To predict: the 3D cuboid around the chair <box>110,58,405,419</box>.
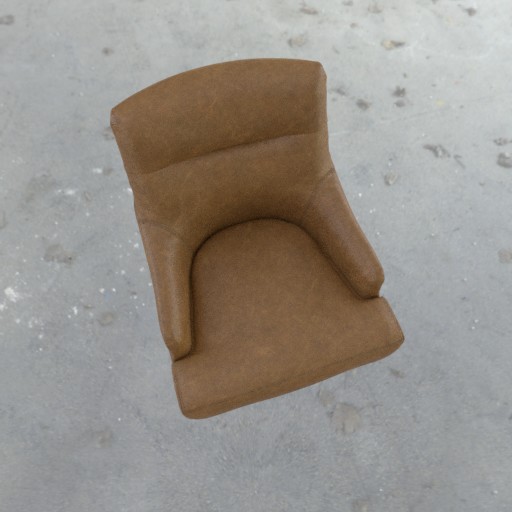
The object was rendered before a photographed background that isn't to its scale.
[{"bbox_3d":[0.000,0.000,1.480,0.729,0.869,0.874,-16,63,-8],"label":"chair"}]
